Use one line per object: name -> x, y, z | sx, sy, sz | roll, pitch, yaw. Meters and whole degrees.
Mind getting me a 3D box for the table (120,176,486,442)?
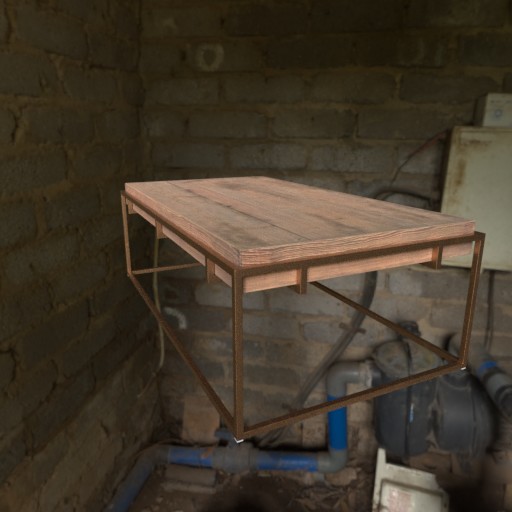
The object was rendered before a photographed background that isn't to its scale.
table -> 0.000, 0.000, 1.747 | 0.775, 0.468, 1.387 | -8, 18, -25
